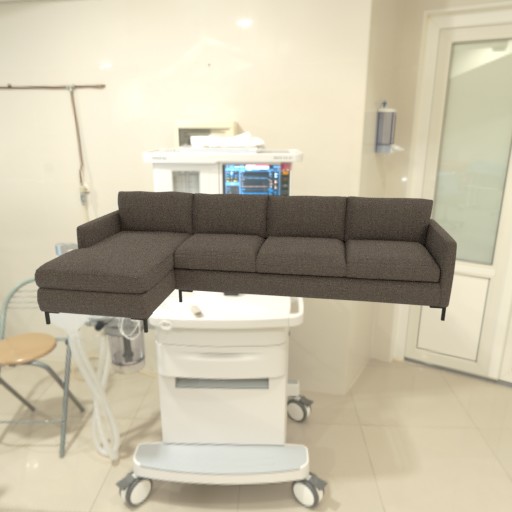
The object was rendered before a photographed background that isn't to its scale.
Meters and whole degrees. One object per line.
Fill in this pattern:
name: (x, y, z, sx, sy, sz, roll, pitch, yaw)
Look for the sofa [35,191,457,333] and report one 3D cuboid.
sofa: (0.000, 0.000, 3.220, 2.731, 0.754, 1.258, 3, 17, 9)
